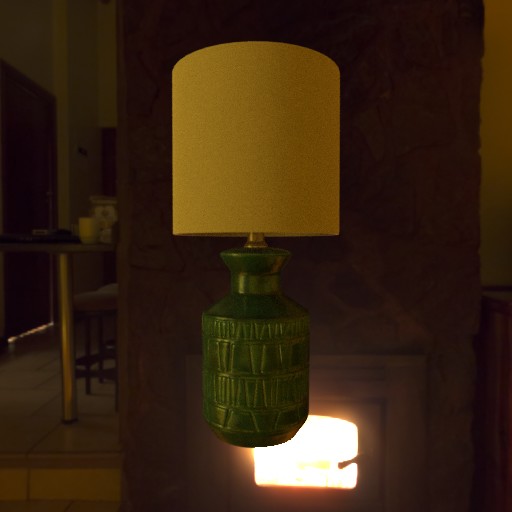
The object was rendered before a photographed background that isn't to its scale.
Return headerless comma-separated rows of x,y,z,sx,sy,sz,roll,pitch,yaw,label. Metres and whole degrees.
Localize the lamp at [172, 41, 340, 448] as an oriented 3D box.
0.000,0.000,0.574,0.211,0.455,0.211,0,1,-19,lamp
